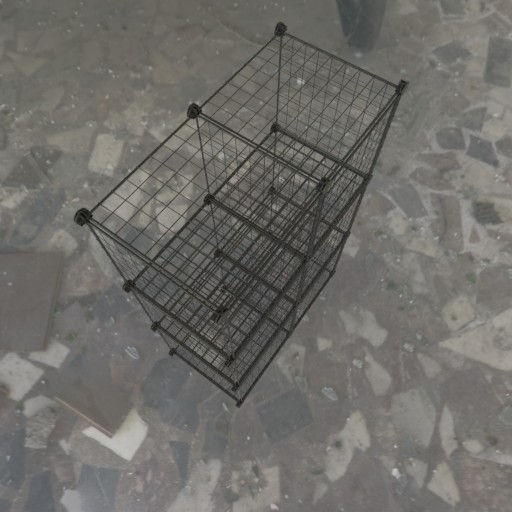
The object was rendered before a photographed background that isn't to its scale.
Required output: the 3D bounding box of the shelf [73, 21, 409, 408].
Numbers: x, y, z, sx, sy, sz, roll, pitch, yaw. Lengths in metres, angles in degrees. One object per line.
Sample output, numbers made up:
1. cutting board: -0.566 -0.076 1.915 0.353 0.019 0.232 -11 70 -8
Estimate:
1. shelf: 0.000 0.000 1.403 0.356 1.067 0.711 33 68 15
